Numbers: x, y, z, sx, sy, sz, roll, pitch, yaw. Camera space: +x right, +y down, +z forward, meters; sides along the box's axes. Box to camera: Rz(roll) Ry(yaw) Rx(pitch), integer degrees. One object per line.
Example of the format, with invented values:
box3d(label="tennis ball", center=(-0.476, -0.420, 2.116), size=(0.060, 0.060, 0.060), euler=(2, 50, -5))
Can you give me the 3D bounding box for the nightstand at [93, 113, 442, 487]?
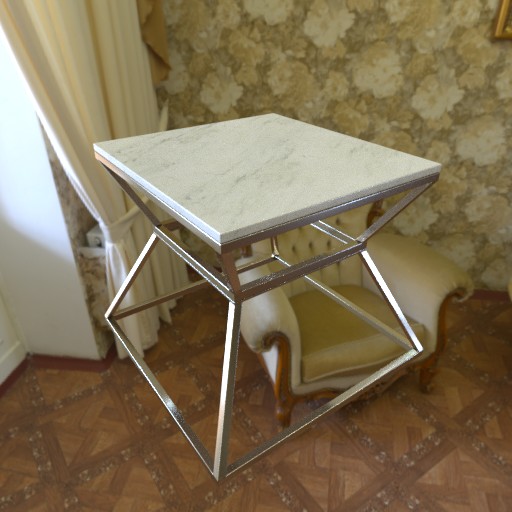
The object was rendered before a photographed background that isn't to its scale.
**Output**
box3d(label="nightstand", center=(0.000, 0.000, 0.898), size=(0.514, 0.426, 0.513), euler=(-20, 36, -30))
